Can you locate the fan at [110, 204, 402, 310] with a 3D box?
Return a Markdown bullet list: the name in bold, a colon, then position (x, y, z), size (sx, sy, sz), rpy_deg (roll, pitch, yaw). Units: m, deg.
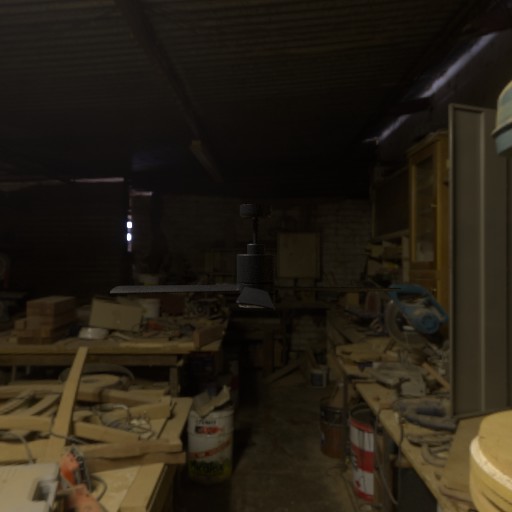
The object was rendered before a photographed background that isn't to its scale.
- **fan**: position (0.000, 0.000, 2.369), size (1.525, 0.534, 1.525), rpy_deg (0, 0, 1)
